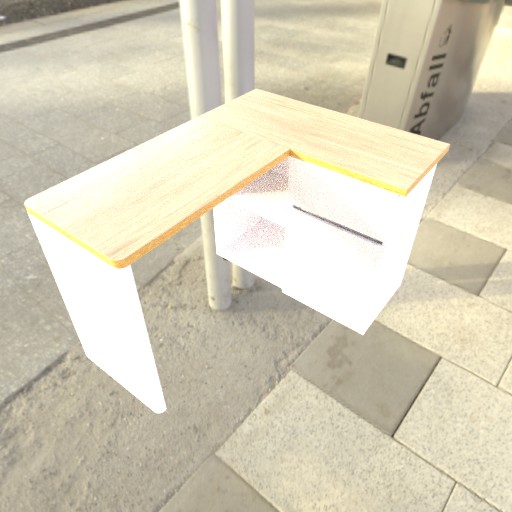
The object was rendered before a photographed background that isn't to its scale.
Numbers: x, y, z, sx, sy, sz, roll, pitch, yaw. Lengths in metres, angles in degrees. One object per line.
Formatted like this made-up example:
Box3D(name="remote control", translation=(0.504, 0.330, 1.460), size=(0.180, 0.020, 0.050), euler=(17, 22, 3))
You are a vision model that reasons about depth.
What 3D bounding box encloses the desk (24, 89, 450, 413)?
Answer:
Box3D(name="desk", translation=(0.000, 0.000, 1.732), size=(0.900, 0.760, 1.170), euler=(27, 48, 27))
